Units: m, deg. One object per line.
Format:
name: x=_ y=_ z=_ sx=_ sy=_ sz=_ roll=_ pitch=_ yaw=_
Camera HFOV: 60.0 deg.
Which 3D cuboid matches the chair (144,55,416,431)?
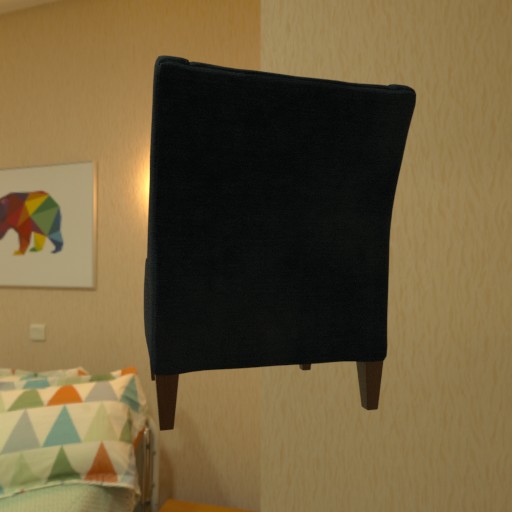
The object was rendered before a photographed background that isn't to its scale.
chair: x=0.000 y=0.000 z=1.598 sx=0.774 sy=1.014 sz=0.870 roll=0 pitch=-1 yaw=-16
